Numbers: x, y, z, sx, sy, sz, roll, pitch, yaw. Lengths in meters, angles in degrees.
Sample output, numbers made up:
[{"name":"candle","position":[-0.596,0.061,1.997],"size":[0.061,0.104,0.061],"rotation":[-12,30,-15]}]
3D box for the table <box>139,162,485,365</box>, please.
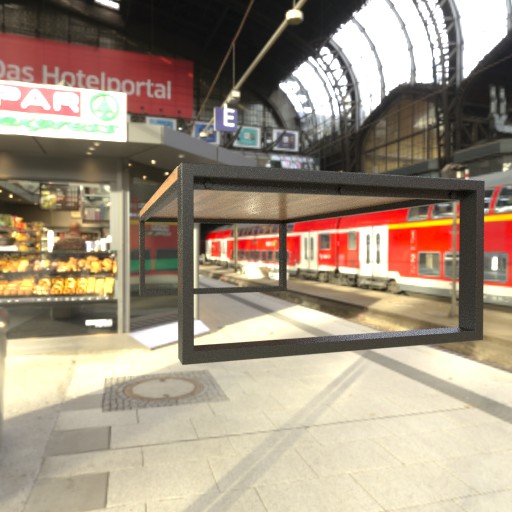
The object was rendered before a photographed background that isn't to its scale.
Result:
[{"name":"table","position":[0.000,0.000,1.627],"size":[0.750,0.400,1.350],"rotation":[0,1,-18]}]
